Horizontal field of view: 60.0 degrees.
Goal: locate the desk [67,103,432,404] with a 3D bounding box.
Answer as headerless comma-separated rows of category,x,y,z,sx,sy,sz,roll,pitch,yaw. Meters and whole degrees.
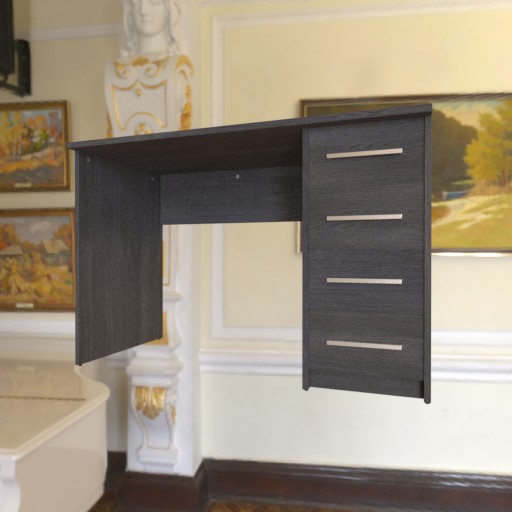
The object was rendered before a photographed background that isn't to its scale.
desk,0.000,0.000,1.503,1.096,0.730,0.560,0,0,20
